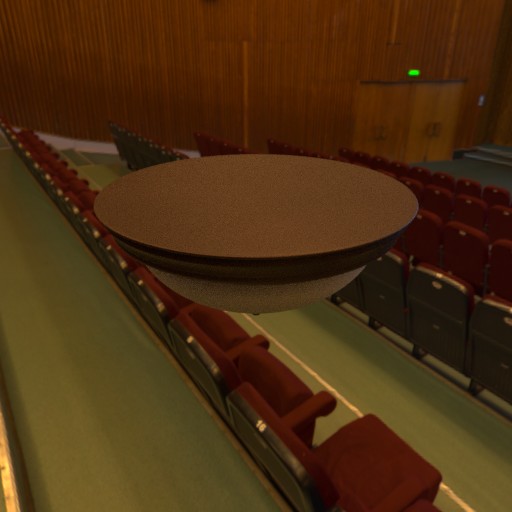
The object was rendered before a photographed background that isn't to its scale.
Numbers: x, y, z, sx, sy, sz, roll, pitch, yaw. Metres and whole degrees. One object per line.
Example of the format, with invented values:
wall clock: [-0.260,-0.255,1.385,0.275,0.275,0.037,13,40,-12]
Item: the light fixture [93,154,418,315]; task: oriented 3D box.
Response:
light fixture: [0.000,0.000,0.431,0.280,0.135,0.280,0,26,0]
